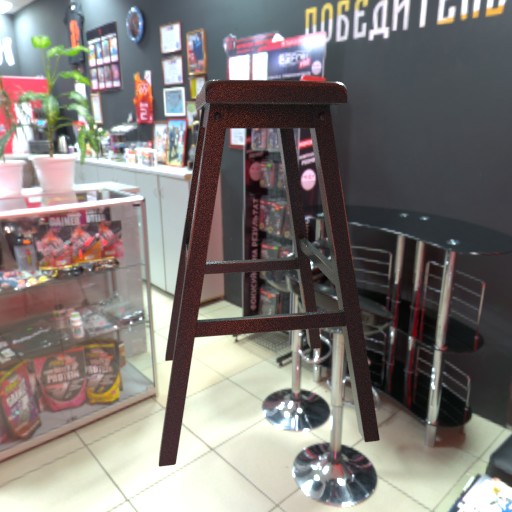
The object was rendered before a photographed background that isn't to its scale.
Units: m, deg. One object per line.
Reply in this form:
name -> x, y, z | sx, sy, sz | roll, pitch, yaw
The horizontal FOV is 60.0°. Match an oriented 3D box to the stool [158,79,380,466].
stool -> 0.000, 0.000, 1.047 | 0.476, 0.737, 0.457 | -3, 17, -9
